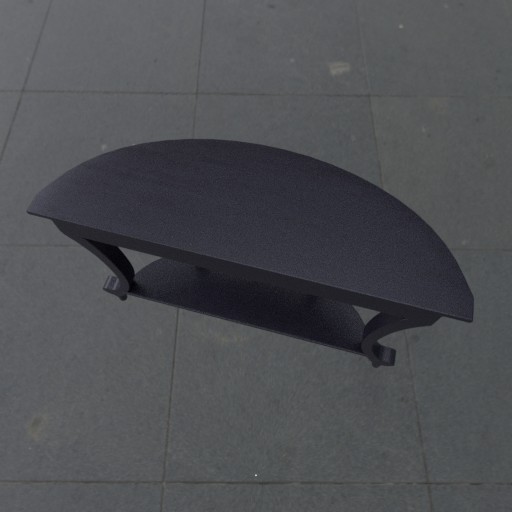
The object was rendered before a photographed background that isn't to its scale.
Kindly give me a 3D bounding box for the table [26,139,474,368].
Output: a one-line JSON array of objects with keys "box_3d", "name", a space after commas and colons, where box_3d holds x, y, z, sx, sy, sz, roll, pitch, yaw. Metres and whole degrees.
[{"box_3d": [0.000, 0.000, 1.537, 1.198, 0.692, 0.394, 14, 64, 7], "name": "table"}]
